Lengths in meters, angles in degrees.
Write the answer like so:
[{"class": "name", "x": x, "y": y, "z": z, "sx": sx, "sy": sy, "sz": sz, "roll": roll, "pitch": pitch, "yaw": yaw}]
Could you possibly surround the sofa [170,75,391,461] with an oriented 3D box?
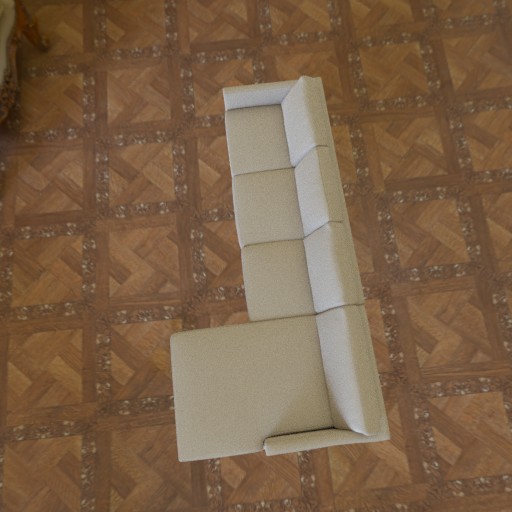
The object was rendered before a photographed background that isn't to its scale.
[{"class": "sofa", "x": 0.000, "y": 0.000, "z": 3.896, "sx": 1.625, "sy": 0.861, "sz": 3.186, "roll": -7, "pitch": 74, "yaw": -2}]
